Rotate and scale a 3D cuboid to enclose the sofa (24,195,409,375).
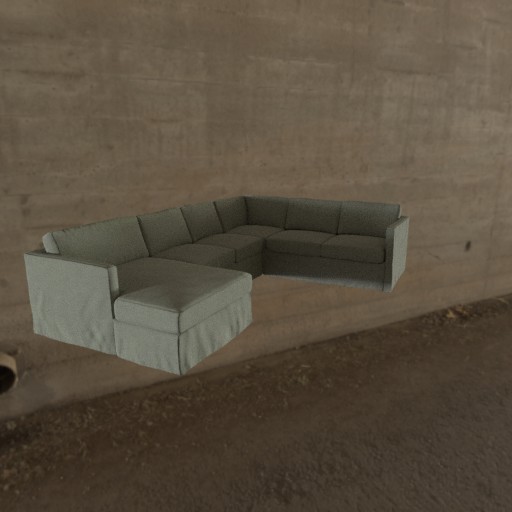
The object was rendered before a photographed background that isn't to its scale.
[{"bbox_3d":[0.000,0.000,4.493,2.440,0.869,3.434,7,16,27],"label":"sofa"}]
